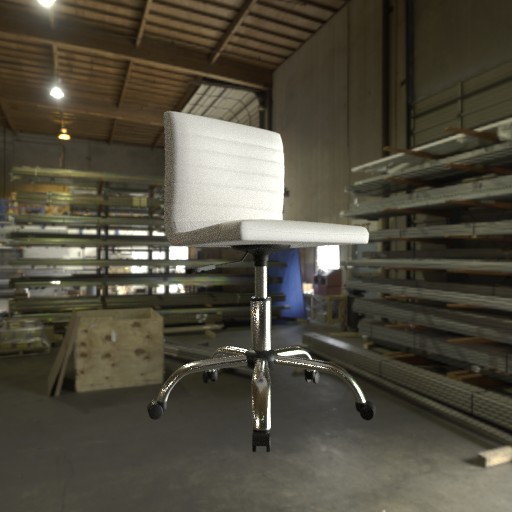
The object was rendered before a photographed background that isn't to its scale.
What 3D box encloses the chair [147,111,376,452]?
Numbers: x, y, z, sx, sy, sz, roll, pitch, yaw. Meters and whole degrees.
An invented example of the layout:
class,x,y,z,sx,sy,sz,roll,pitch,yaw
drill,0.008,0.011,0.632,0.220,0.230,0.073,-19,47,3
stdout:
class,x,y,z,sx,sy,sz,roll,pitch,yaw
chair,0.000,0.000,1.170,0.556,0.780,0.530,0,0,-35
